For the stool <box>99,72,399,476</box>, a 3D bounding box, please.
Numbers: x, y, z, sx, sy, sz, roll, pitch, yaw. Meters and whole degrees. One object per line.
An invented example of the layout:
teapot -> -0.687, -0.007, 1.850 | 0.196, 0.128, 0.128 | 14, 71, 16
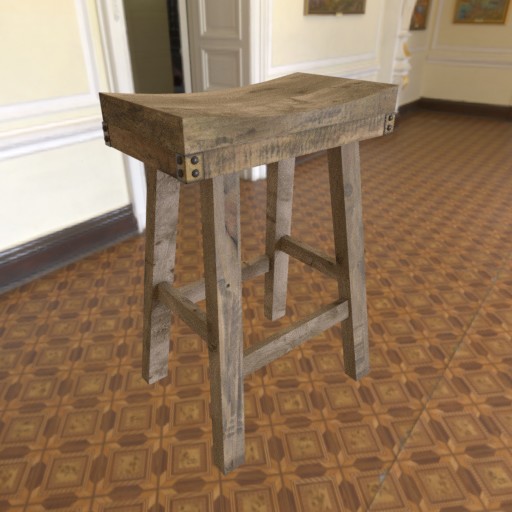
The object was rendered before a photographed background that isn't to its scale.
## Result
stool -> 0.000, 0.000, 0.889 | 0.450, 0.635, 0.330 | -22, 35, -34
